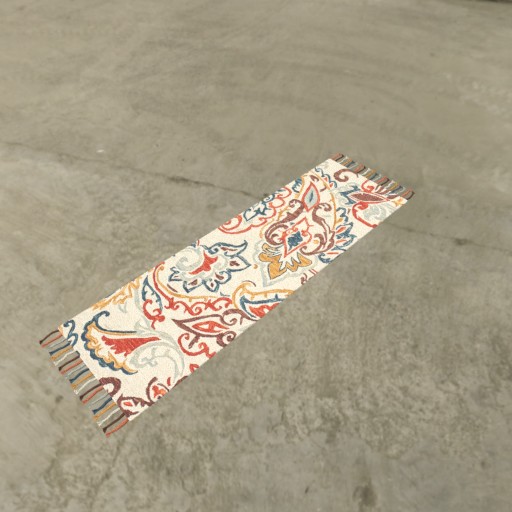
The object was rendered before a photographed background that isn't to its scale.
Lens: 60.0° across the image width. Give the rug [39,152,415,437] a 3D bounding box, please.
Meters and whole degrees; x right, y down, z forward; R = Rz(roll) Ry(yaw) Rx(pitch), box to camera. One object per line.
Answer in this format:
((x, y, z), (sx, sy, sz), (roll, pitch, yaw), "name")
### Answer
((0.000, 0.000, 2.943), (2.682, 0.015, 0.763), (-35, 56, -28), "rug")
